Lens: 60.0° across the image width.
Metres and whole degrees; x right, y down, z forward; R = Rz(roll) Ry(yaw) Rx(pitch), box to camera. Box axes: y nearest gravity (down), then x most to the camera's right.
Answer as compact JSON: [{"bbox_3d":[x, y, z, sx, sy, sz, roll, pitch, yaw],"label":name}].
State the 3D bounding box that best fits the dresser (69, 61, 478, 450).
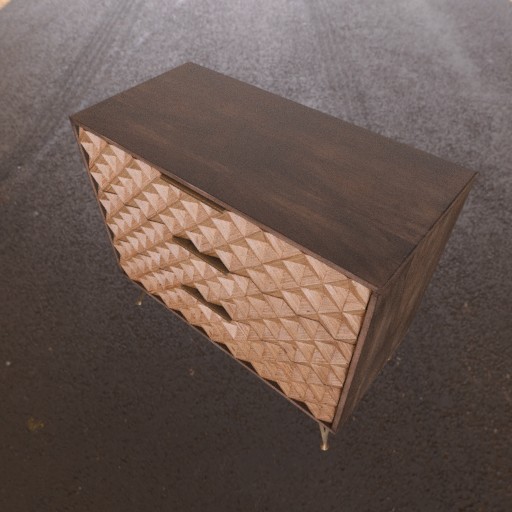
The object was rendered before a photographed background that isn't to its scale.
[{"bbox_3d":[0.000,0.000,1.369,0.923,0.801,0.453,31,54,26],"label":"dresser"}]
